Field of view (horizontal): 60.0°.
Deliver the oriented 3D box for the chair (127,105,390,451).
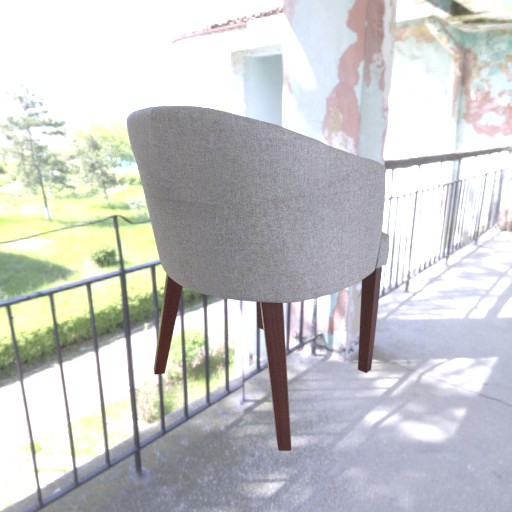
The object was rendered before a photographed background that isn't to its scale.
[{"bbox_3d":[0.000,0.000,1.282,0.583,0.811,0.655,15,23,40],"label":"chair"}]
